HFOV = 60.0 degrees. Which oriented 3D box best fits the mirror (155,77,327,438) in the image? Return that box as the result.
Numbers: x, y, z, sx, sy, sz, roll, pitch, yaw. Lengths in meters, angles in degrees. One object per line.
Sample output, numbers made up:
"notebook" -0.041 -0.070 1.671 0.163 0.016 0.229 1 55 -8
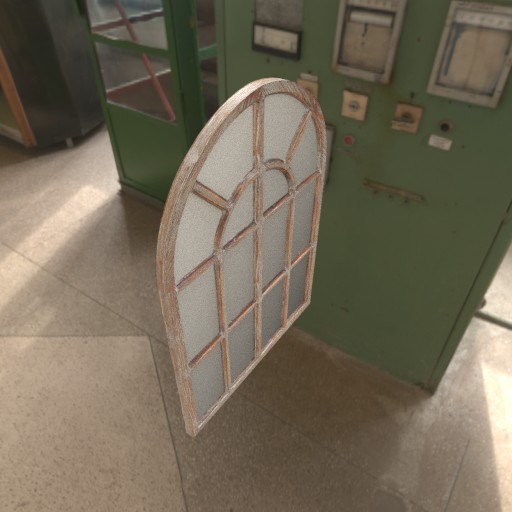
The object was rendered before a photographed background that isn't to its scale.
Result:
"mirror" 0.000 0.000 1.198 0.032 0.920 0.660 25 47 26
